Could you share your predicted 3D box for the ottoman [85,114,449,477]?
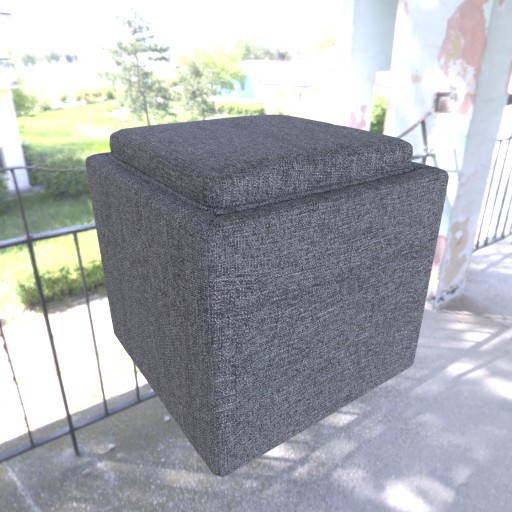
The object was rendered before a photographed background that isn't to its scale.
[{"bbox_3d":[0.000,0.000,0.820,0.450,0.460,0.450,-17,30,-31],"label":"ottoman"}]
